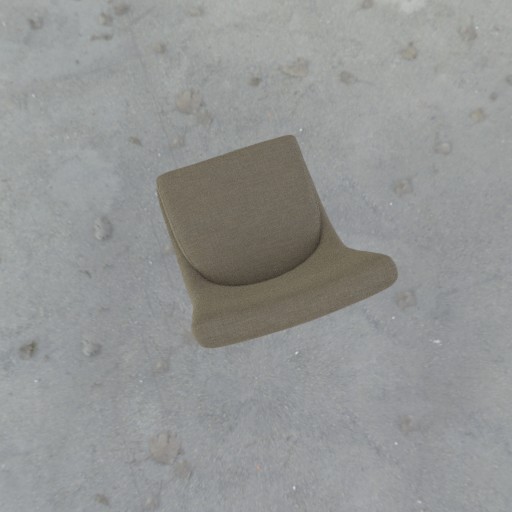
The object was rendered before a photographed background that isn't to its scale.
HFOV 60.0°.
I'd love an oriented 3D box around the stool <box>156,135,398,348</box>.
[{"bbox_3d":[0.000,0.000,1.412,0.470,1.078,0.577,-18,75,-5],"label":"stool"}]
